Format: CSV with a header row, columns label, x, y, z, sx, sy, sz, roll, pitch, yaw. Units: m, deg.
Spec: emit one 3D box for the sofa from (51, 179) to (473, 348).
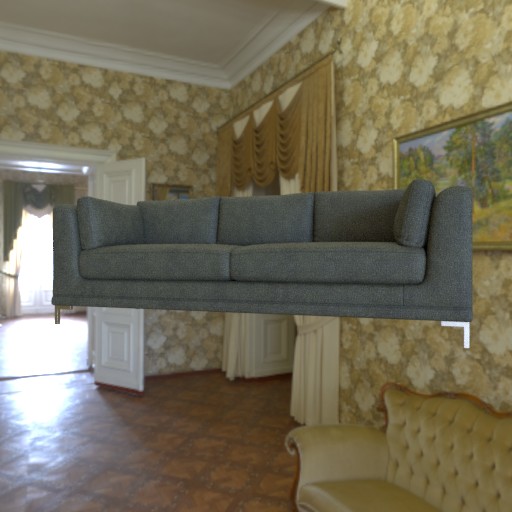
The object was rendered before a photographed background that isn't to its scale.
label,x,y,z,sx,sy,sz,roll,pitch,yaw
sofa,0.000,0.000,2.862,2.415,0.867,0.969,0,0,18
